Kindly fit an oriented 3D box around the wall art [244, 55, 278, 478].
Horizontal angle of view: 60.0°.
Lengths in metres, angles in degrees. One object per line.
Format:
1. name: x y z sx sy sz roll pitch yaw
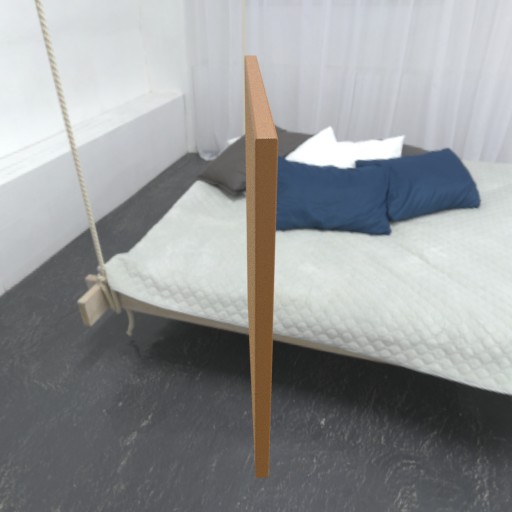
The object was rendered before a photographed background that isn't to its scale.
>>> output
1. wall art: 0.000 0.000 0.747 0.022 0.553 0.452 -1 33 -2
